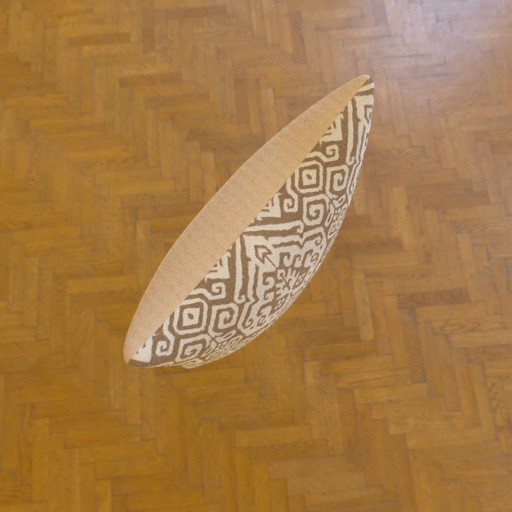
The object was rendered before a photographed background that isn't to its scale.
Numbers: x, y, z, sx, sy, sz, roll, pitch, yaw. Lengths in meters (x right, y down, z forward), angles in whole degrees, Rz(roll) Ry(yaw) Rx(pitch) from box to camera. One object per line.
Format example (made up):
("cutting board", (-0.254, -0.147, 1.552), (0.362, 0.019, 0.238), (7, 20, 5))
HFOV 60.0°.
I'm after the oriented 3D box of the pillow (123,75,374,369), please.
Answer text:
("pillow", (0.000, 0.000, 0.662), (0.173, 0.407, 0.419), (38, 79, 9))
